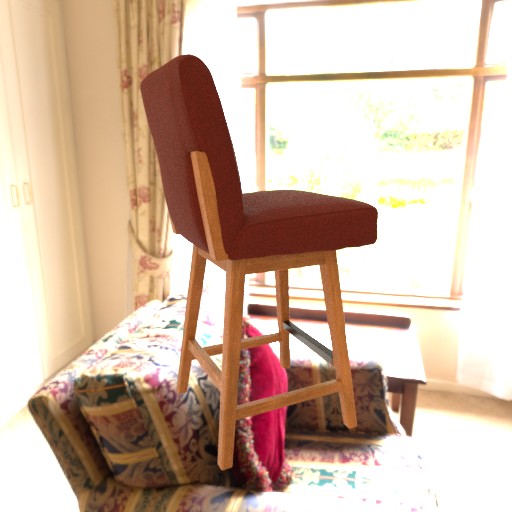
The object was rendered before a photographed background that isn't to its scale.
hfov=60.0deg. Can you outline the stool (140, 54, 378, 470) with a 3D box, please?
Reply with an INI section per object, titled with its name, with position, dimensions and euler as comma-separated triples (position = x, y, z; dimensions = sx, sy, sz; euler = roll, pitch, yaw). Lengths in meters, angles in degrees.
[stool]
position = 0.000, 0.000, 1.337
dimensions = 0.562, 1.038, 0.468
euler = -7, 16, -25
